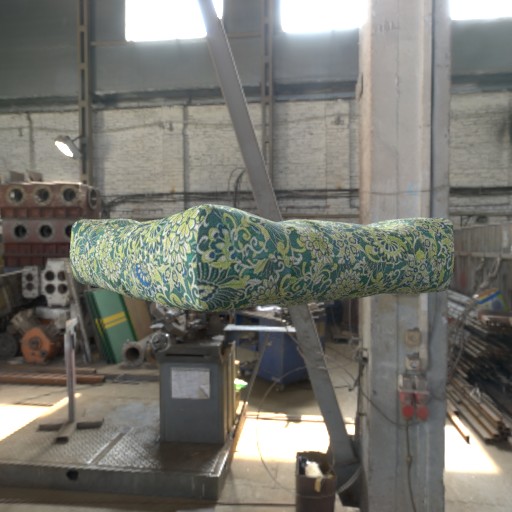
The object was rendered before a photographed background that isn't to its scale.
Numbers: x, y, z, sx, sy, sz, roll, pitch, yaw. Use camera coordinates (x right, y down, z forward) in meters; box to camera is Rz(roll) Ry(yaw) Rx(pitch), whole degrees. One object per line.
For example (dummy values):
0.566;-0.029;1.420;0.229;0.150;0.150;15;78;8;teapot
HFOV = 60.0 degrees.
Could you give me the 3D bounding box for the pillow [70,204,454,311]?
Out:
0.000;0.000;0.747;0.490;0.128;0.468;-1;2;-38;pillow
